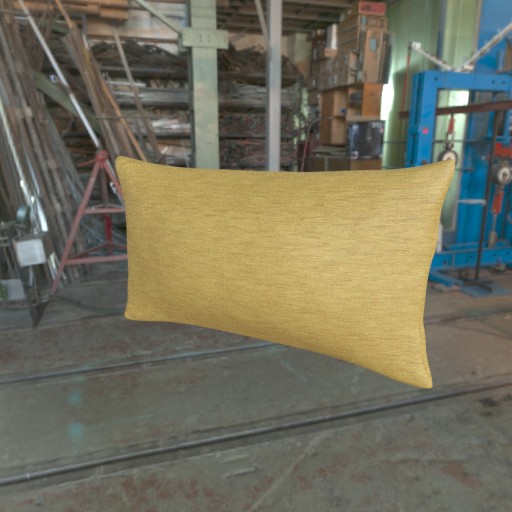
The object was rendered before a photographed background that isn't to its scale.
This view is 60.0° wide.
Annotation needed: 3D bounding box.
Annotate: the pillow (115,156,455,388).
[{"bbox_3d":[0.000,0.000,0.803,0.634,0.354,0.210,7,16,26],"label":"pillow"}]
